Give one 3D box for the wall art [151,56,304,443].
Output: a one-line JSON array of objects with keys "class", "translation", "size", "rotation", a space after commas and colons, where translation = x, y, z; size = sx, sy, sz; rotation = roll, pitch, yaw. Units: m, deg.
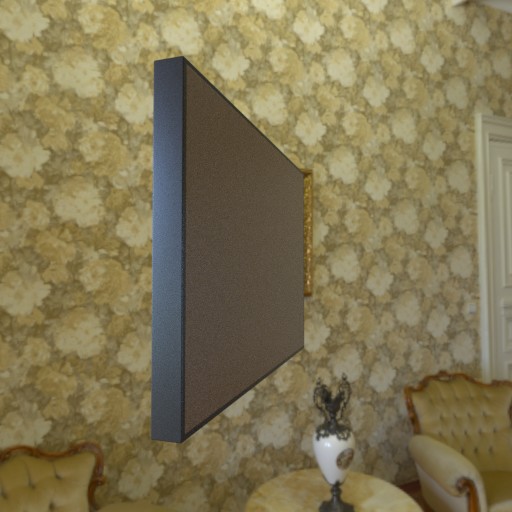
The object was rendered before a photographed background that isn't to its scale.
[{"class": "wall art", "translation": [0.000, 0.000, 1.183], "size": [0.058, 0.640, 0.939], "rotation": [-1, -2, 18]}]
